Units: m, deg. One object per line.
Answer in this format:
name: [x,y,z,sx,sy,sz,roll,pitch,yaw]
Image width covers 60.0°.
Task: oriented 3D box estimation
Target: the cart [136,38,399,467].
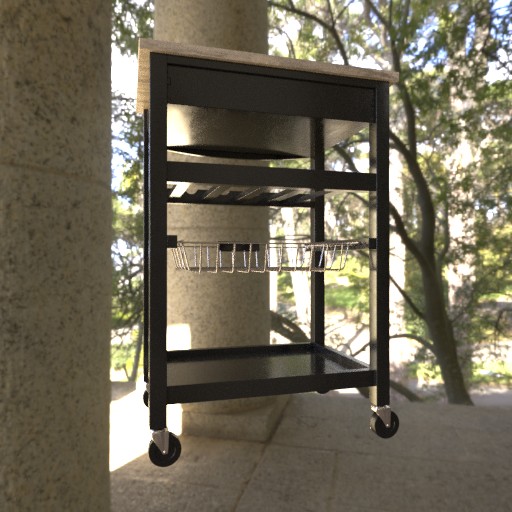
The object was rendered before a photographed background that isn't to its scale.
cart: [0.000,0.000,1.125,0.584,0.839,0.403,0,0,-16]
